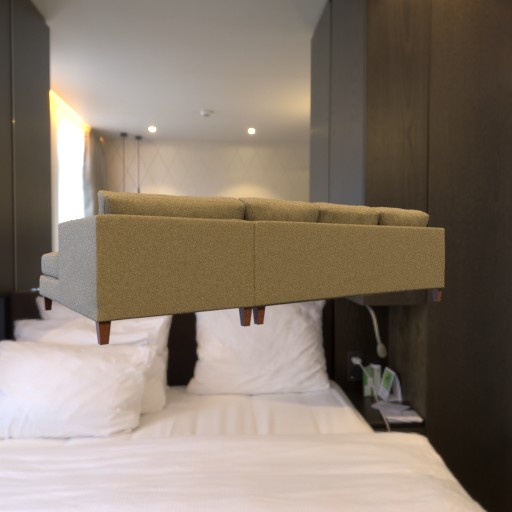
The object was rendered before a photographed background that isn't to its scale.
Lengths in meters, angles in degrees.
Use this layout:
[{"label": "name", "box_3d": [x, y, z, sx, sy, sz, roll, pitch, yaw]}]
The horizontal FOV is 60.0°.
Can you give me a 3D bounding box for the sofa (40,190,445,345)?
[{"label": "sofa", "box_3d": [0.000, 0.000, 3.865, 3.186, 0.861, 1.625, -1, 2, -35]}]
